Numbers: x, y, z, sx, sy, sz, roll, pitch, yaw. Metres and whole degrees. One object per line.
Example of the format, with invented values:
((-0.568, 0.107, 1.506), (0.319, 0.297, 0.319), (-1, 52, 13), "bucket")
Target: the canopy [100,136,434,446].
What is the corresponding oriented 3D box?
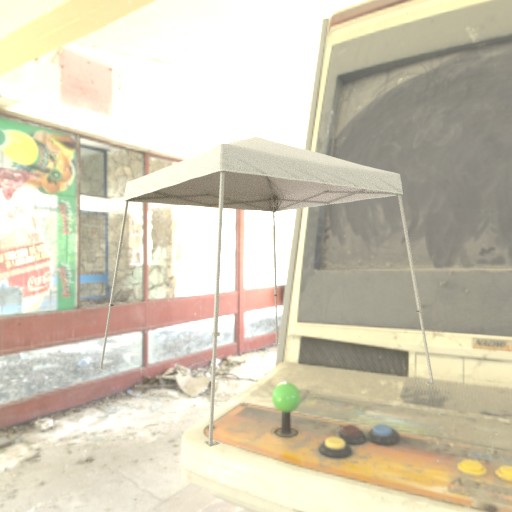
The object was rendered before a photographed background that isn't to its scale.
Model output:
((0.000, 0.000, 6.672), (3.599, 3.600, 3.600), (0, 0, -35), "canopy")
